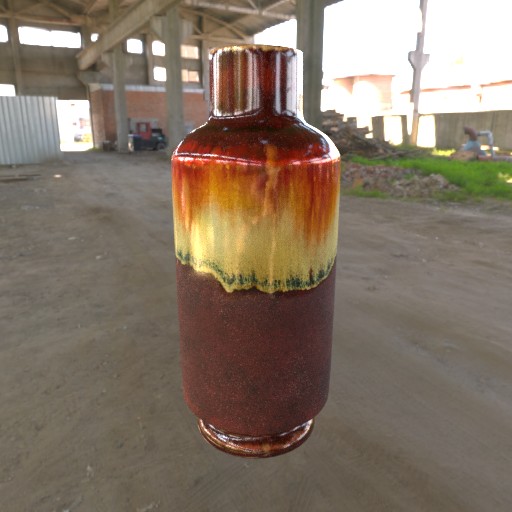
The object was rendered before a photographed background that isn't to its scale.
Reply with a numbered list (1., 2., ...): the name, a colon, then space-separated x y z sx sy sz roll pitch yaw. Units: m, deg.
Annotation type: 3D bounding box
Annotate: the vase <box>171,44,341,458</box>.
1. vase: 0.000 0.000 0.309 0.111 0.261 0.111 0 15 0
